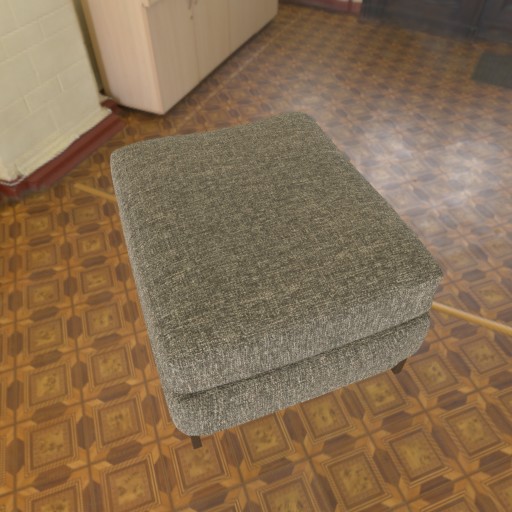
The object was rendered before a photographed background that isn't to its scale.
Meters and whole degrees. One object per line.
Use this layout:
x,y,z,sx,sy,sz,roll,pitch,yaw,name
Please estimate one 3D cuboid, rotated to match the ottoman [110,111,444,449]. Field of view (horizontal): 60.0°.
0.000,0.000,1.267,0.683,0.480,0.828,-15,49,-14,ottoman
